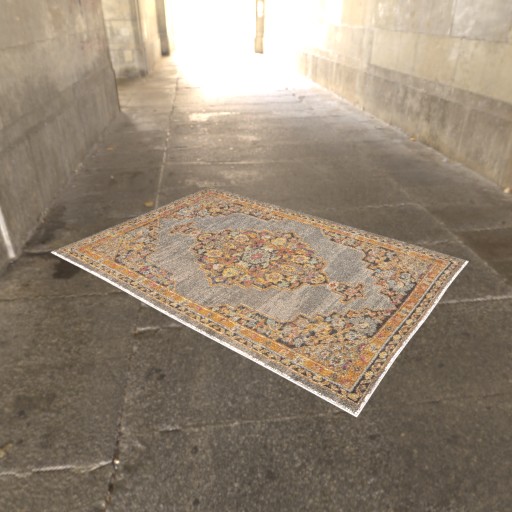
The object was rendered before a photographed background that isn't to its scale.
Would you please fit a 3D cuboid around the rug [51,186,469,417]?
[{"bbox_3d":[0.000,0.000,3.968,3.063,0.024,2.158,21,35,32],"label":"rug"}]
